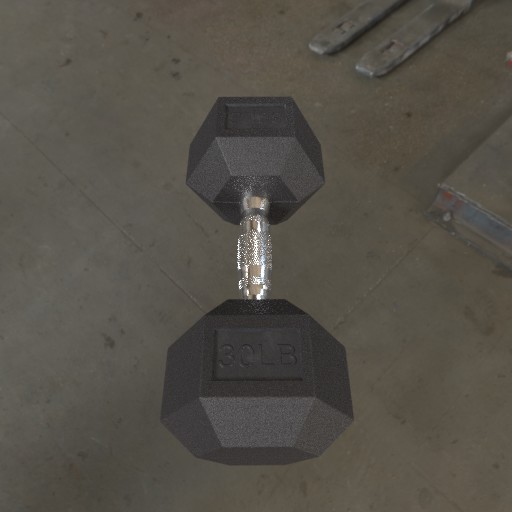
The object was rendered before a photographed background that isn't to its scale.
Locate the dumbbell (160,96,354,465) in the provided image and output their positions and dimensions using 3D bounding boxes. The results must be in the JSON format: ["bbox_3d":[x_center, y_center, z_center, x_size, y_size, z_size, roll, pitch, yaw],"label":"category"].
[{"bbox_3d":[0.000,0.000,0.402,0.142,0.123,0.337,0,57,0],"label":"dumbbell"}]
